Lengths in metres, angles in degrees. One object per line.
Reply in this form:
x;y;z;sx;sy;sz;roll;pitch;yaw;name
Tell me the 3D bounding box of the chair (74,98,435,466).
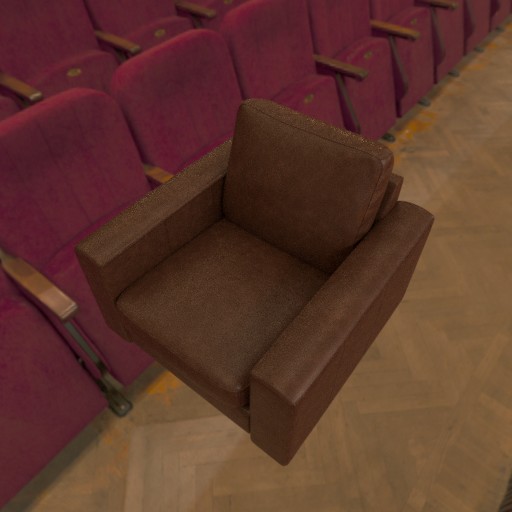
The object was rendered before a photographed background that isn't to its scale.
0.000;0.000;1.759;1.005;0.873;1.016;30;54;24;chair
